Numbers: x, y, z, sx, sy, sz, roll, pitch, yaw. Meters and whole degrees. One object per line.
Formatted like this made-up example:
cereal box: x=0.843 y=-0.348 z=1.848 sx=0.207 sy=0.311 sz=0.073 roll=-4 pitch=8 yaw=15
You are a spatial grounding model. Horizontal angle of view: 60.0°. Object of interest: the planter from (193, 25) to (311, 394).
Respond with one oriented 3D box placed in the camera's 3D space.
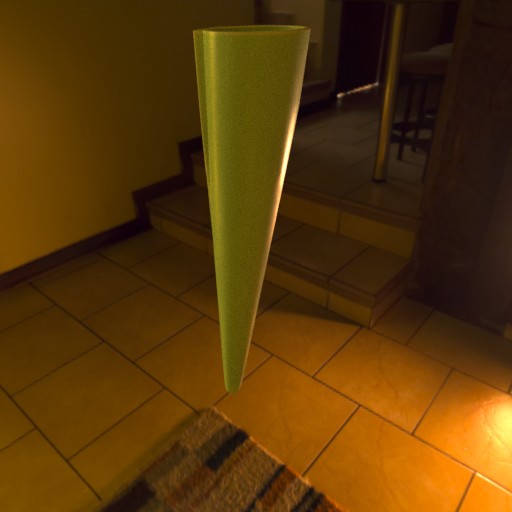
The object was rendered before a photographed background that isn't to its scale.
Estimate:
planter: x=0.000 y=0.000 z=0.291 sx=0.055 sy=0.268 sz=0.054 roll=11 pitch=32 yaw=17
